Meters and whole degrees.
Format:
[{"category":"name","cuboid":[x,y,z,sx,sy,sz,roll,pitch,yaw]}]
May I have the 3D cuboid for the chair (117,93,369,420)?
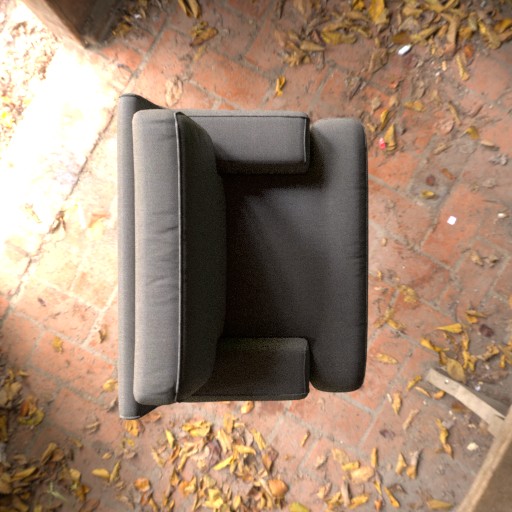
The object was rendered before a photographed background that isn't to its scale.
[{"category":"chair","cuboid":[0.000,0.000,1.975,1.043,0.974,1.270,0,91,0]}]
